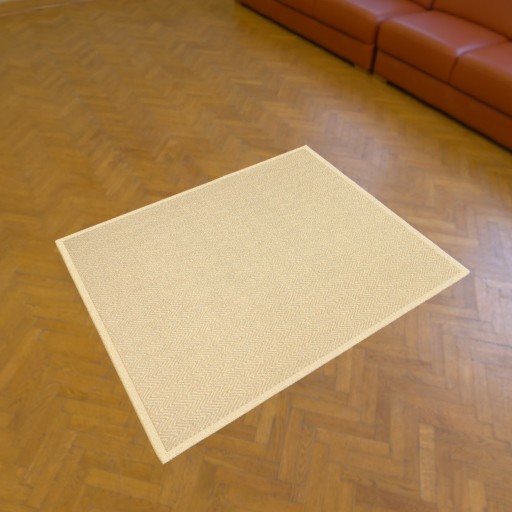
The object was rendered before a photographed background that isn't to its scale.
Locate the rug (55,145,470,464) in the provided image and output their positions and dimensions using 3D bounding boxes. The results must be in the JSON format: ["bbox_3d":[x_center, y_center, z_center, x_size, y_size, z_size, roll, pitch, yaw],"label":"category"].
[{"bbox_3d":[0.000,0.000,4.086,3.009,0.019,2.423,-25,52,-22],"label":"rug"}]
